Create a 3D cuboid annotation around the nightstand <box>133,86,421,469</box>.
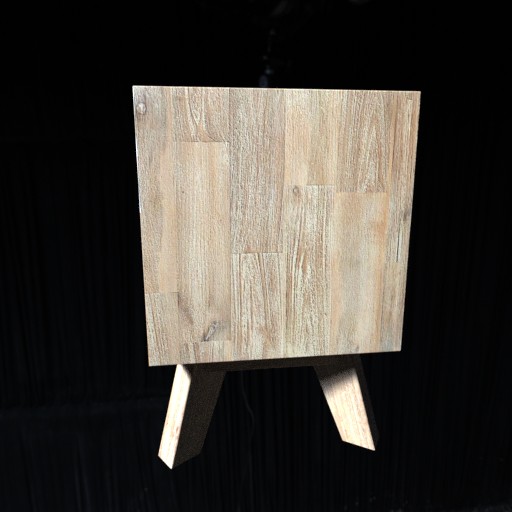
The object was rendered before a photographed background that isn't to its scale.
[{"bbox_3d":[0.000,0.000,0.931,0.396,0.589,0.552,-2,13,-7],"label":"nightstand"}]
